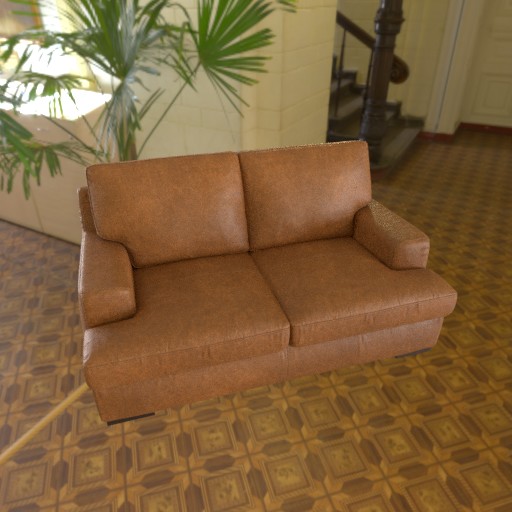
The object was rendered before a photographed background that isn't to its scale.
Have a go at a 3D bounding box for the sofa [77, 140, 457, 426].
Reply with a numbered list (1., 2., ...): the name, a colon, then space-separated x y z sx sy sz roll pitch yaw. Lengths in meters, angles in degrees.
1. sofa: 0.000 0.000 2.447 1.880 0.966 1.144 -9 32 -14
